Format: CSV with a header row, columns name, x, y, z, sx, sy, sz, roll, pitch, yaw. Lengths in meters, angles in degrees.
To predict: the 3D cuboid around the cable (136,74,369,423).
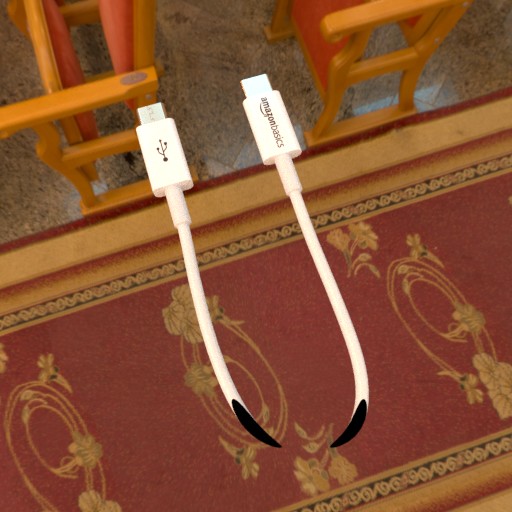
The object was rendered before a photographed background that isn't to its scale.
name,x,y,z,sx,sy,sz,roll,pitch,yaw
cable,0.000,0.000,0.110,0.040,0.006,0.098,-17,75,-5
